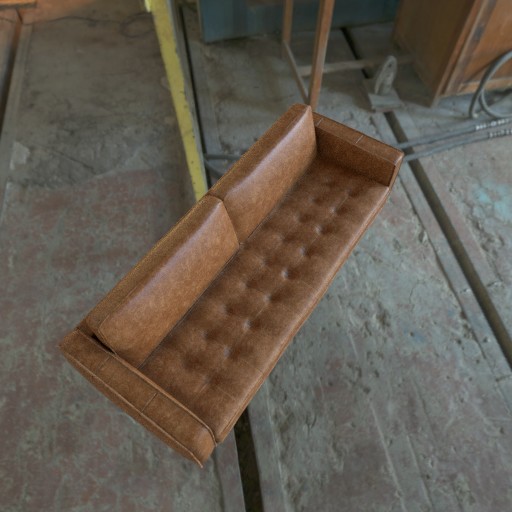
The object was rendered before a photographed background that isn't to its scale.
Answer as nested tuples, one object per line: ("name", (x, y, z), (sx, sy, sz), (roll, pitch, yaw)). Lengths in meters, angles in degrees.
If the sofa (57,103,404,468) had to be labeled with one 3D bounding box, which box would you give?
("sofa", (0.000, 0.000, 2.642), (0.886, 0.779, 2.199), (30, 62, 18))
